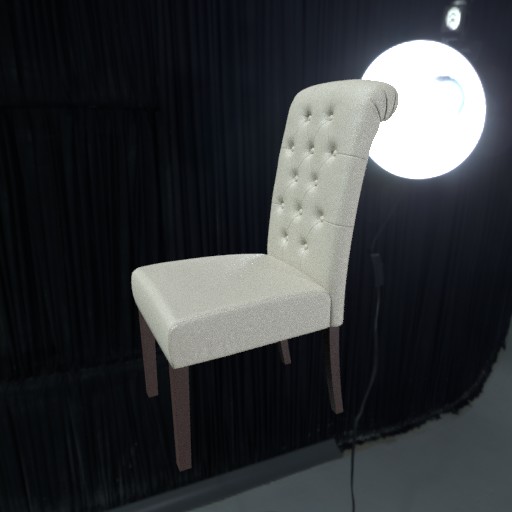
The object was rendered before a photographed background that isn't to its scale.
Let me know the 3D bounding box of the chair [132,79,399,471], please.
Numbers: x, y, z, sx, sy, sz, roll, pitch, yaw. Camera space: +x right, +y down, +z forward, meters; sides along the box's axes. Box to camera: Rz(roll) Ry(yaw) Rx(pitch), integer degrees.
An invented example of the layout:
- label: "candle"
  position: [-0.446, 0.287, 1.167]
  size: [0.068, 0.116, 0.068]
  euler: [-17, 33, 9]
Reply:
- label: "chair"
  position: [0.000, 0.000, 1.340]
  size: [0.671, 1.006, 0.456]
  euler: [-8, 19, -25]
